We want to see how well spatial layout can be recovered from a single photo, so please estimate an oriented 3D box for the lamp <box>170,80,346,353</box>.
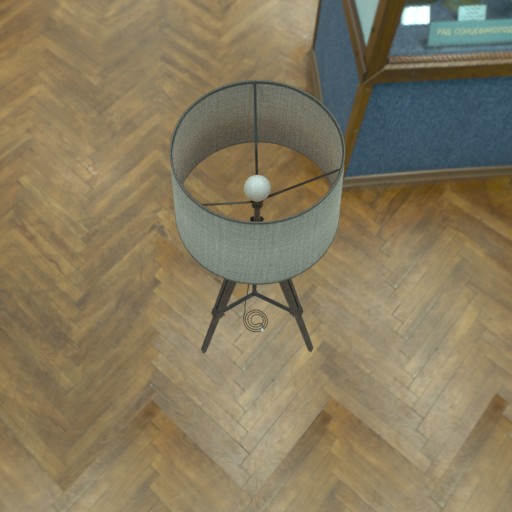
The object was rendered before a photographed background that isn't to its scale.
[{"bbox_3d":[0.000,0.000,1.771,0.604,1.510,0.587,-2,66,-1],"label":"lamp"}]
